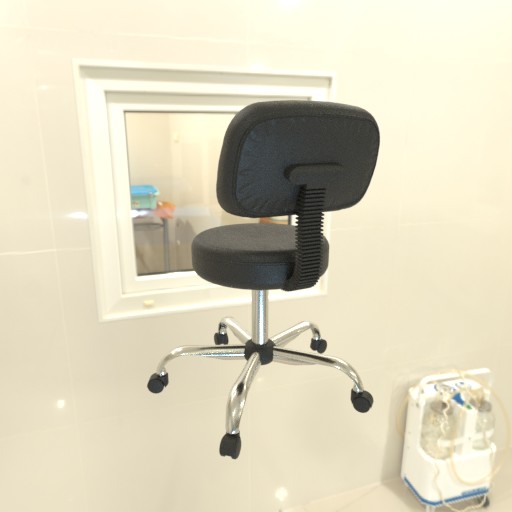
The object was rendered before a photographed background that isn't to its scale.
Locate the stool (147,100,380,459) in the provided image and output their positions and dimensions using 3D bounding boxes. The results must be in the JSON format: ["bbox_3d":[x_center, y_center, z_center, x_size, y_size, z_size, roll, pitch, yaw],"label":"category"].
[{"bbox_3d":[0.000,0.000,1.351,0.673,0.862,0.648,-8,17,-26],"label":"stool"}]
